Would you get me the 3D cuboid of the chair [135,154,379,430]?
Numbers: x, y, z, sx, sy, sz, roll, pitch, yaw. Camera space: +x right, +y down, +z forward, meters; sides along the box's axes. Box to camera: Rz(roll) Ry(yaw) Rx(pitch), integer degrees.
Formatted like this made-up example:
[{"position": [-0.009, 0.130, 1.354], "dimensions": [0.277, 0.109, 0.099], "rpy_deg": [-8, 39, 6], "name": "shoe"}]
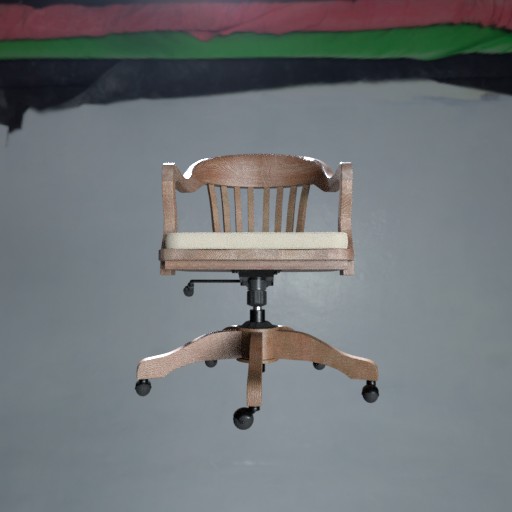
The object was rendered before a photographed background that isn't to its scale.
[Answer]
[{"position": [0.000, 0.000, 1.476], "dimensions": [0.750, 0.878, 0.788], "rpy_deg": [0, -1, 1], "name": "chair"}]
